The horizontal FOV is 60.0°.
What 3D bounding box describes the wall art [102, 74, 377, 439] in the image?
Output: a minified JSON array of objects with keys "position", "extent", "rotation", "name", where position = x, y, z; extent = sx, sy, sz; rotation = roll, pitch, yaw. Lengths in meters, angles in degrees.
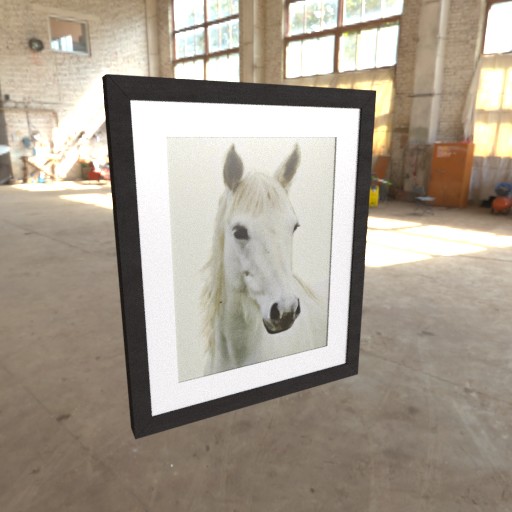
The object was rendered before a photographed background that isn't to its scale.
[{"position":[0.000,0.000,0.761],"extent":[0.455,0.552,0.034],"rotation":[-7,17,-26],"name":"wall art"}]
